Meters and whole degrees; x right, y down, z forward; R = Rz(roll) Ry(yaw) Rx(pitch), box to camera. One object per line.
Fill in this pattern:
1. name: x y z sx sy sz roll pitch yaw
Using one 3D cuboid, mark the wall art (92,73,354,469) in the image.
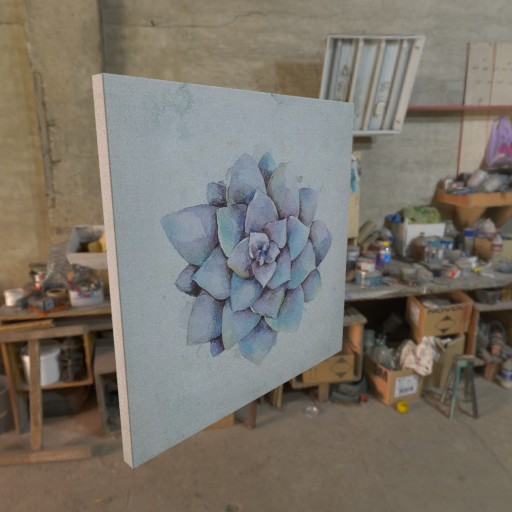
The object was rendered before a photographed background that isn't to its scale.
1. wall art: 0.000 0.000 1.096 0.038 0.762 0.762 13 19 43
